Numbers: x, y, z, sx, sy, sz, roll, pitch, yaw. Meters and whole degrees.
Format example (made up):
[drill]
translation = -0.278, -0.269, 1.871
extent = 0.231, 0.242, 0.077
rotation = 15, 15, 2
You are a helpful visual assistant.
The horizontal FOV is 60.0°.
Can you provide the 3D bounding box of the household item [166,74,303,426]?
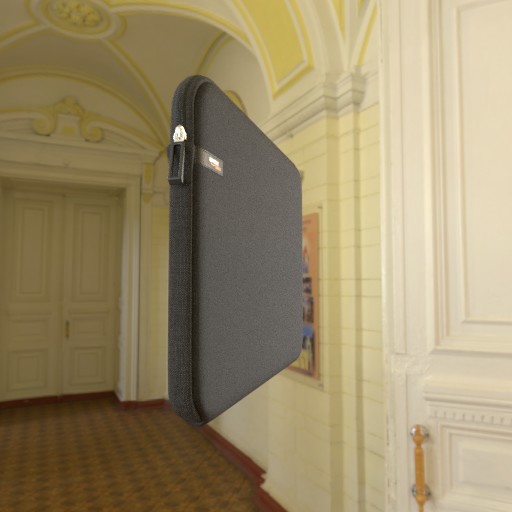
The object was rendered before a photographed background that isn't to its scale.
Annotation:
[household item]
translation = 0.000, 0.000, 0.529
extent = 0.030, 0.305, 0.396
rotation = -1, -3, 19
